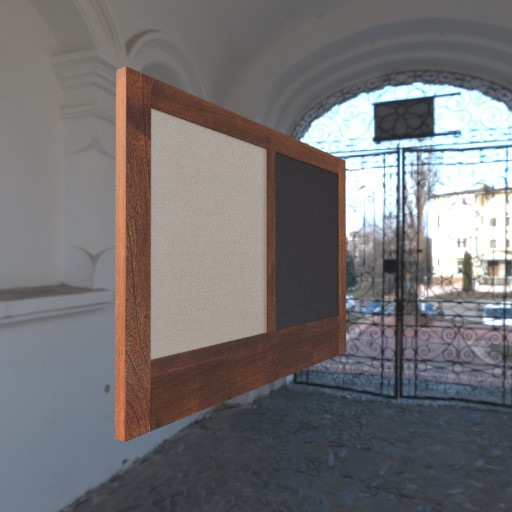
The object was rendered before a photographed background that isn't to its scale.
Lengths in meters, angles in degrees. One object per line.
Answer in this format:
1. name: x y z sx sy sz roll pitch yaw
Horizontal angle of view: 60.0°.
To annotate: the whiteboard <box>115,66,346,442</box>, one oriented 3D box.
1. whiteboard: 0.000 0.000 0.985 0.083 0.553 0.768 0 -1 36
